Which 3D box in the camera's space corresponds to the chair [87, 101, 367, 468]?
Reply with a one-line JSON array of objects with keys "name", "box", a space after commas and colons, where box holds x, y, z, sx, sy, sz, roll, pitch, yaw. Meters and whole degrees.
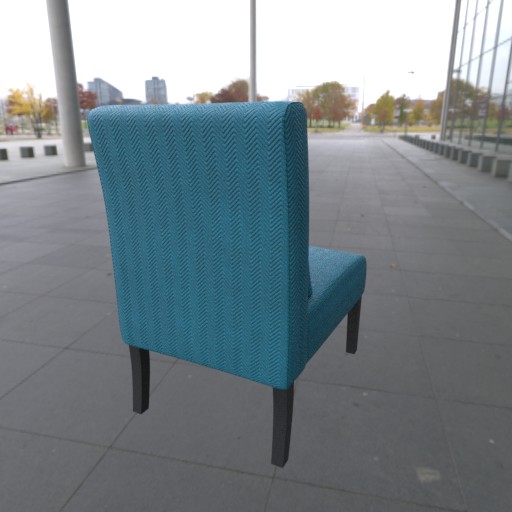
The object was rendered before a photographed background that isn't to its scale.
[{"name": "chair", "box": [0.000, 0.000, 1.460, 0.579, 0.927, 0.808, 9, 19, 26]}]
